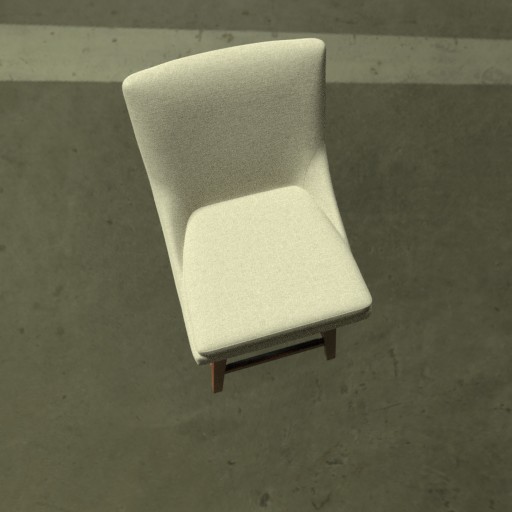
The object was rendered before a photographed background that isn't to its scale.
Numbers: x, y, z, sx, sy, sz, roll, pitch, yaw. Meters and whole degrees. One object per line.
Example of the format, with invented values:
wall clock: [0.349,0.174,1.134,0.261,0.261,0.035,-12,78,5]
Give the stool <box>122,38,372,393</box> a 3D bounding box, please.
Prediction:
stool: [0.000,0.000,1.285,0.469,0.991,0.559,-14,65,-7]
